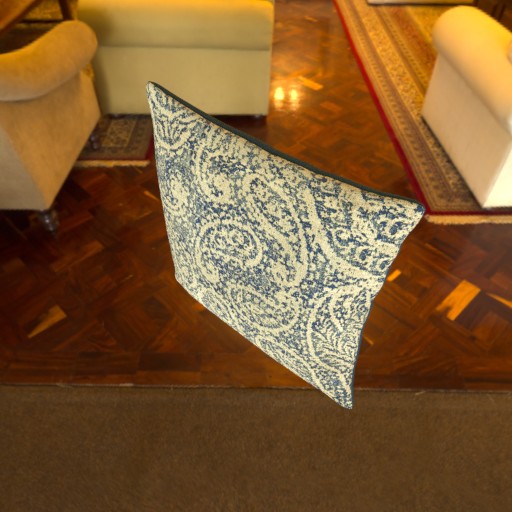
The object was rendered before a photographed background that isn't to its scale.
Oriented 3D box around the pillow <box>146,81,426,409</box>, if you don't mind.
[{"bbox_3d":[0.000,0.000,0.820,0.523,0.510,0.166,32,54,28],"label":"pillow"}]
